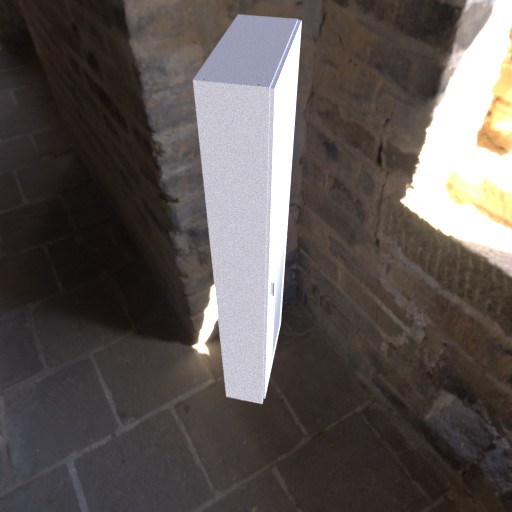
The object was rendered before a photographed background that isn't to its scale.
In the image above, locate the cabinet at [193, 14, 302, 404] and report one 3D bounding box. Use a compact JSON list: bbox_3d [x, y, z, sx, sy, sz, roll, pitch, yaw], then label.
[{"bbox_3d":[0.000,0.000,1.953,0.230,1.790,0.500,9,47,8],"label":"cabinet"}]
